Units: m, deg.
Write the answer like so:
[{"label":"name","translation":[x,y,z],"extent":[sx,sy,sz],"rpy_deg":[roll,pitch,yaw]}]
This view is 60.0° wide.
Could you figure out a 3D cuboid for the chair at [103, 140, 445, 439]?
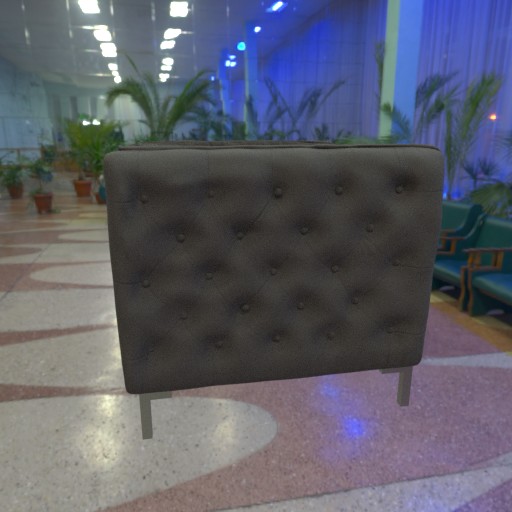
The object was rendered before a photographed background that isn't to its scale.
[{"label":"chair","translation":[0.000,0.000,1.614],"extent":[0.913,0.807,0.946],"rpy_deg":[-3,16,-11]}]
